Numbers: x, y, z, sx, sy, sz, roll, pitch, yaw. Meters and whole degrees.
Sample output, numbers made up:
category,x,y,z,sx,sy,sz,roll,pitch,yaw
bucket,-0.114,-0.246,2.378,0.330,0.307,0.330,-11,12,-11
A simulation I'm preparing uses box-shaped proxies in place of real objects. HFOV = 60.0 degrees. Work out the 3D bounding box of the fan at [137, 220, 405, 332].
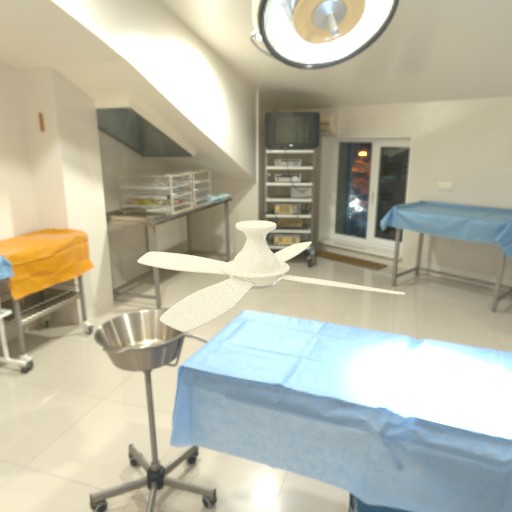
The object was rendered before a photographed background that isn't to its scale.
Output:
category,x,y,z,sx,sy,sz,roll,pitch,yaw
fan,0.000,0.000,2.602,1.694,0.382,1.693,7,17,24
